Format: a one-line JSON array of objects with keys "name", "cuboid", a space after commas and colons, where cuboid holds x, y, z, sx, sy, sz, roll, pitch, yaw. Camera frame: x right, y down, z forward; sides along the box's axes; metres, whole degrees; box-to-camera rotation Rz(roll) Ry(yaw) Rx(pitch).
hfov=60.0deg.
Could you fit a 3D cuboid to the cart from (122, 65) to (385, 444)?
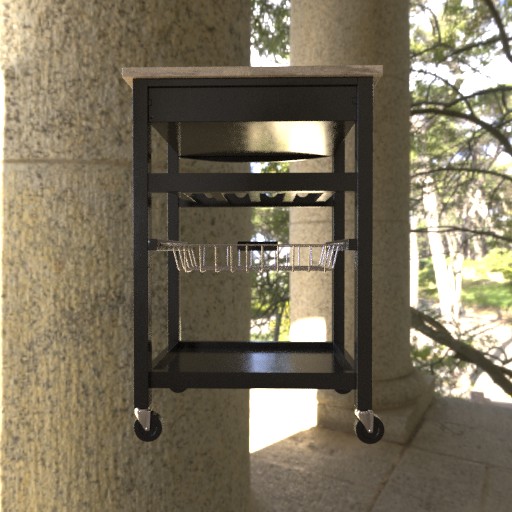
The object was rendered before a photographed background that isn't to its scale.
[{"name": "cart", "cuboid": [0.000, 0.000, 1.180, 0.584, 0.839, 0.403, 0, 1, 1]}]
